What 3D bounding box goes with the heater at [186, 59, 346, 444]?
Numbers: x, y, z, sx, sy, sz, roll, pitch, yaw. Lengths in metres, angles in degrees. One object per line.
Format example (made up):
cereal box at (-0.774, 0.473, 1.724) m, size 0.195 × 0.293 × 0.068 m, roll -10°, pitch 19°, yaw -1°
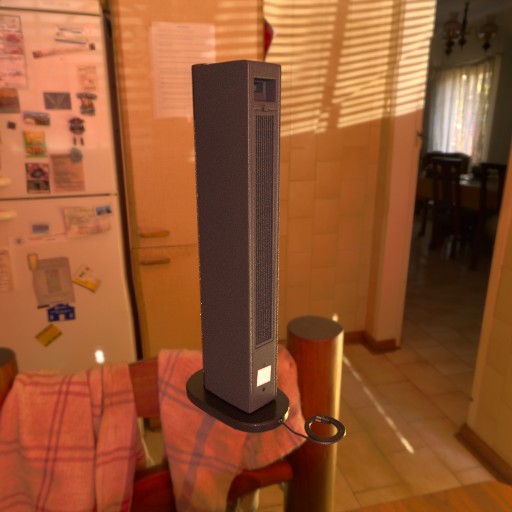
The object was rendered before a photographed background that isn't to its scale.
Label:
heater at (0.000, 0.000, 1.052) m, size 0.214 × 0.856 × 0.458 m, roll -15°, pitch 22°, yaw -42°
